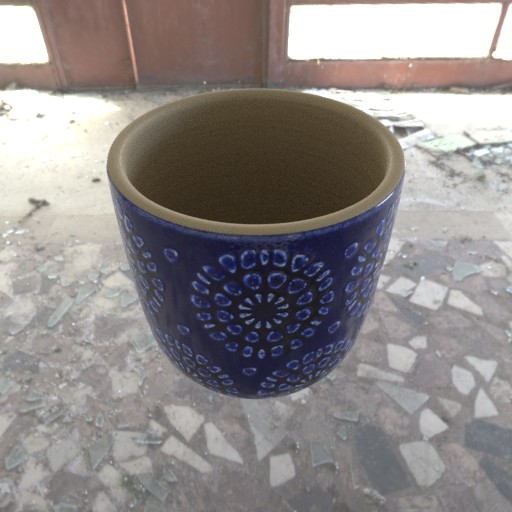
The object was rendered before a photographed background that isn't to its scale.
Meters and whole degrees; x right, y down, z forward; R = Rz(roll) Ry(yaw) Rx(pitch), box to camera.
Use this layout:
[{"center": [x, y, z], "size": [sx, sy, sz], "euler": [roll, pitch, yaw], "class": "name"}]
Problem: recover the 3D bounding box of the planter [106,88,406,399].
[{"center": [0.000, 0.000, 0.200], "size": [0.109, 0.112, 0.109], "euler": [0, 42, 0], "class": "planter"}]
